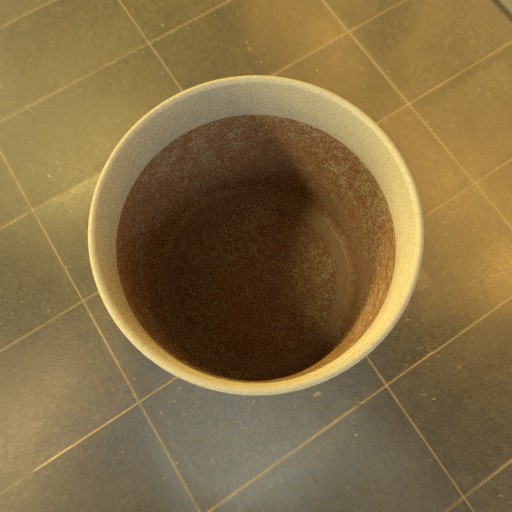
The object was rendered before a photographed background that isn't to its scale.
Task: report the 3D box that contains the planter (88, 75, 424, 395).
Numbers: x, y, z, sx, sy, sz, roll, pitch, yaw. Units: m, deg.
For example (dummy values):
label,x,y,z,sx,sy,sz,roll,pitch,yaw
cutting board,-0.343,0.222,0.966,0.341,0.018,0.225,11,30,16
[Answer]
label,x,y,z,sx,sy,sz,roll,pitch,yaw
planter,0.000,0.000,0.275,0.159,0.138,0.159,0,75,0
